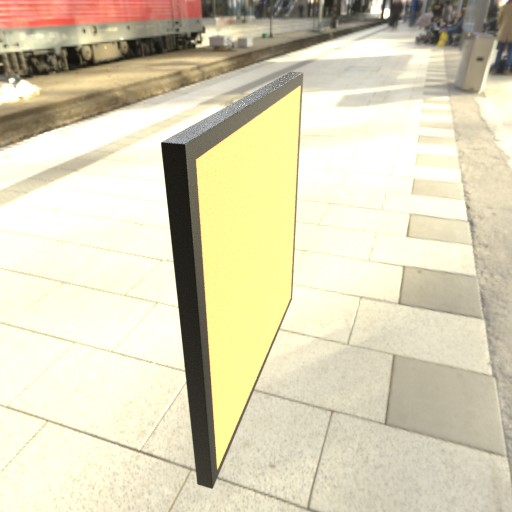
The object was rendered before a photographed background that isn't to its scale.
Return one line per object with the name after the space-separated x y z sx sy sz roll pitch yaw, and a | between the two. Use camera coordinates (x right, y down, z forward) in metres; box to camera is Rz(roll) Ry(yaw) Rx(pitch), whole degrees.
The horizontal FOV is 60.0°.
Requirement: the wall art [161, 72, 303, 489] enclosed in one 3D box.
0.000 0.000 1.101 0.038 0.761 0.755 9 31 15 | wall art
